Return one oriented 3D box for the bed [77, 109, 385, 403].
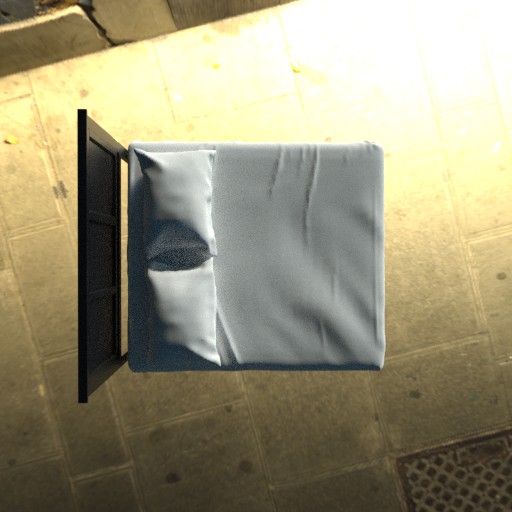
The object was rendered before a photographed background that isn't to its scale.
[{"bbox_3d":[0.000,0.000,3.138,2.050,1.270,1.870,0,90,-1],"label":"bed"}]
